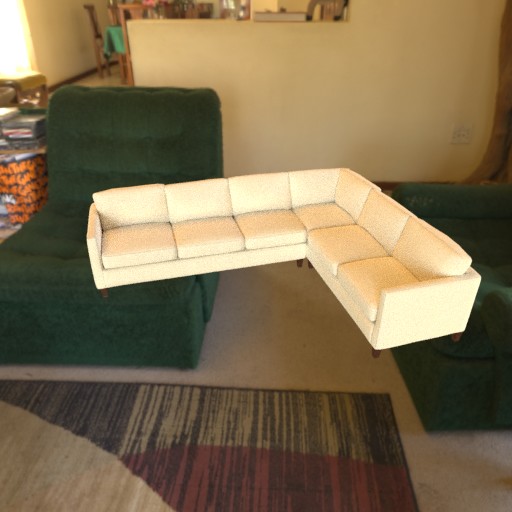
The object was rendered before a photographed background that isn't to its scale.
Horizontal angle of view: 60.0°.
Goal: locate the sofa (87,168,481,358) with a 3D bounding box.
[{"bbox_3d":[0.000,0.000,4.540,3.302,0.947,2.593,-8,31,-13],"label":"sofa"}]
